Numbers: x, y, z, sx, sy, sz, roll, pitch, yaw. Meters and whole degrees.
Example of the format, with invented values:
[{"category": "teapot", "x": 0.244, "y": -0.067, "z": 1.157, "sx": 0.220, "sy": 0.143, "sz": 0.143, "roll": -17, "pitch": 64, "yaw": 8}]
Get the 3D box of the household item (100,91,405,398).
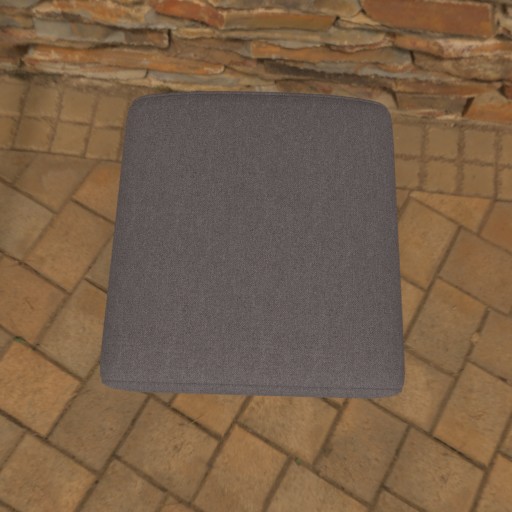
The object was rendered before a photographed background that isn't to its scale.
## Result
[{"category": "household item", "x": 0.000, "y": 0.000, "z": 0.893, "sx": 0.530, "sy": 0.410, "sz": 0.530, "roll": 2, "pitch": 76, "yaw": 0}]
